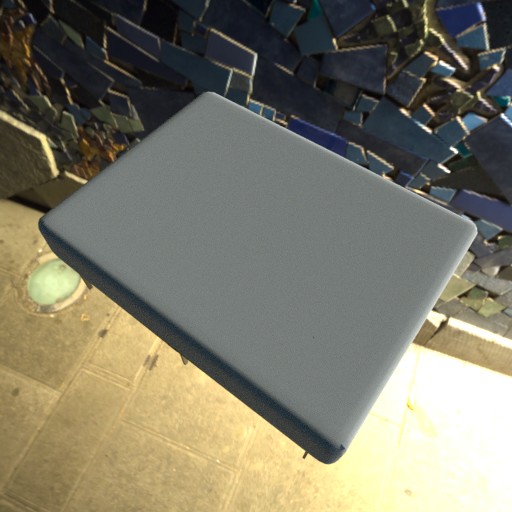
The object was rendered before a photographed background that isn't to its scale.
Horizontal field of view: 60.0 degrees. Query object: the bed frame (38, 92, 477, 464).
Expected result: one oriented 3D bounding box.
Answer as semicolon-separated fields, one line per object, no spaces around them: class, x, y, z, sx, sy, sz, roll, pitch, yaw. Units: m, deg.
bed frame;0.000;0.000;2.764;2.037;0.677;1.528;32;62;19
